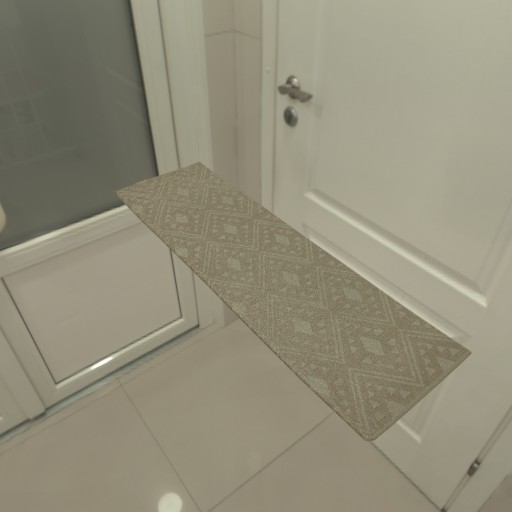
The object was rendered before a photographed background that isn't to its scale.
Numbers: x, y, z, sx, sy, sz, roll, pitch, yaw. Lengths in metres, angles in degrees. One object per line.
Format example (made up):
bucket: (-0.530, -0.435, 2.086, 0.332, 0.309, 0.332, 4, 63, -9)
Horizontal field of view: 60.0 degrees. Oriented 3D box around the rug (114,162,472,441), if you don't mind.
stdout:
rug: (0.000, 0.000, 2.717, 0.752, 0.051, 2.452, -27, 47, -28)
